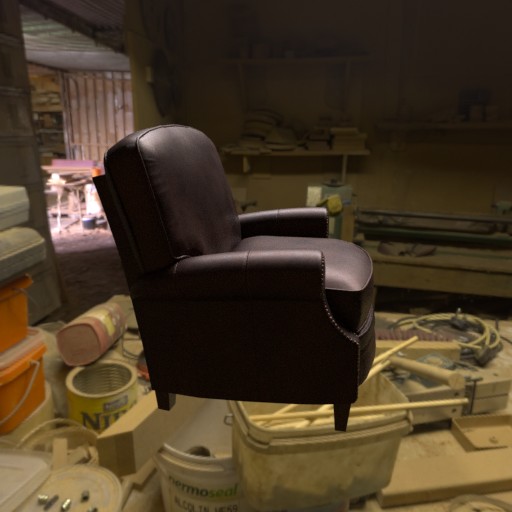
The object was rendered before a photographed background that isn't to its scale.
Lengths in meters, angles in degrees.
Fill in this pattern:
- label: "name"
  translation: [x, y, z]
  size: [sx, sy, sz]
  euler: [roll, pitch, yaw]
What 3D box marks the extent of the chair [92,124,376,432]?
- label: "chair"
  translation: [0.000, 0.000, 1.791]
  size: [0.986, 1.018, 0.936]
  euler: [3, 16, 9]
